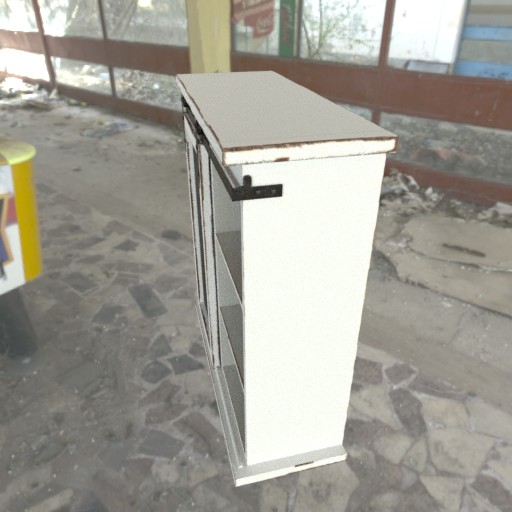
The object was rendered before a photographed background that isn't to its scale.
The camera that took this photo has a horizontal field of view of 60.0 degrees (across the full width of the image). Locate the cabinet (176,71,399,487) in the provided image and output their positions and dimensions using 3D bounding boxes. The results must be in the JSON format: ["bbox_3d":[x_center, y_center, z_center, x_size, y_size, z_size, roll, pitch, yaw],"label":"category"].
[{"bbox_3d":[0.000,0.000,0.874,0.210,0.603,0.541,-7,31,-12],"label":"cabinet"}]
